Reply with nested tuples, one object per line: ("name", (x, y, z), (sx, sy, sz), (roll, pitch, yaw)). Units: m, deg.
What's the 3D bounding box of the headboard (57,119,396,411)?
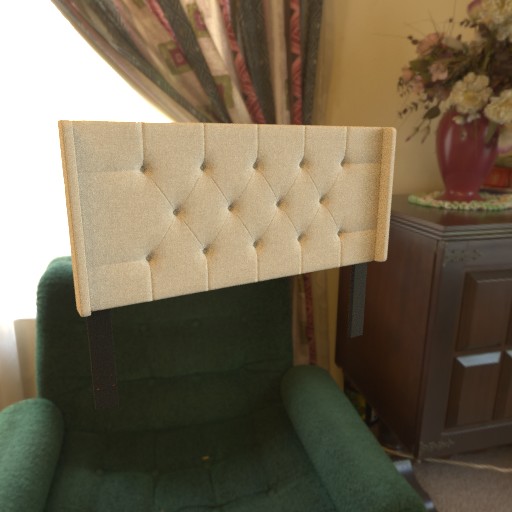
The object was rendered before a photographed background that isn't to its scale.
("headboard", (0.000, 0.000, 2.672), (2.051, 1.524, 0.184), (-8, 17, -30))
